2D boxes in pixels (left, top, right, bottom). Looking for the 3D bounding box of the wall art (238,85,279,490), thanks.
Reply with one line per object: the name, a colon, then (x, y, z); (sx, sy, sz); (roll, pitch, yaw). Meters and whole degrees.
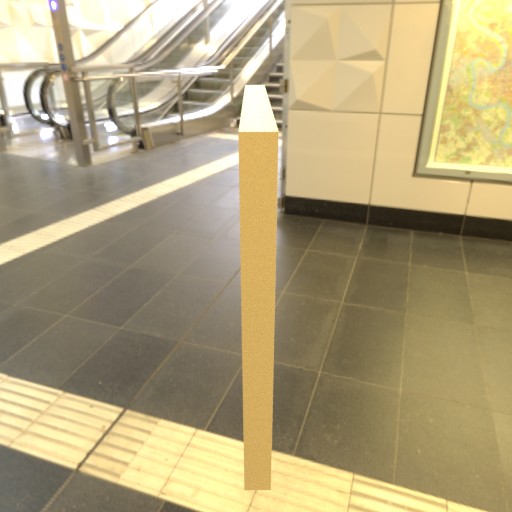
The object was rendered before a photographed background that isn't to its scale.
wall art: (0.000, 0.000, 0.757); (0.038, 0.505, 0.506); (0, 26, 0)
